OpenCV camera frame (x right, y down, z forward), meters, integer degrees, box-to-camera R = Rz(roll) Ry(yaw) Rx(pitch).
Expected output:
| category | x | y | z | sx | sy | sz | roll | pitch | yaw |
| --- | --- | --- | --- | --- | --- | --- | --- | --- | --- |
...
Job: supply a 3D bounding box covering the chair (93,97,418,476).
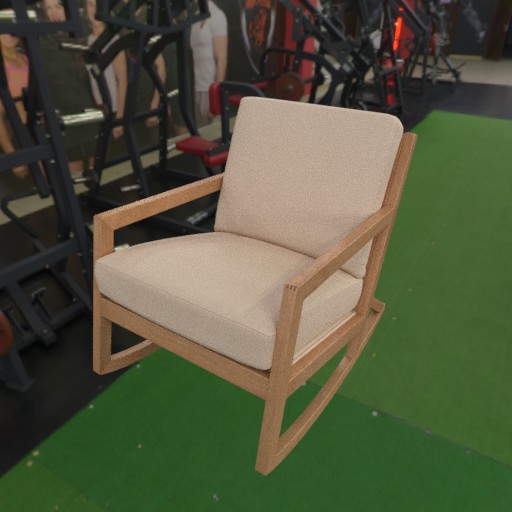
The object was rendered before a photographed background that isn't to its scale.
| category | x | y | z | sx | sy | sz | roll | pitch | yaw |
| --- | --- | --- | --- | --- | --- | --- | --- | --- | --- |
| chair | 0.000 | 0.000 | 1.360 | 0.622 | 0.790 | 0.857 | 19 | 35 | 28 |
